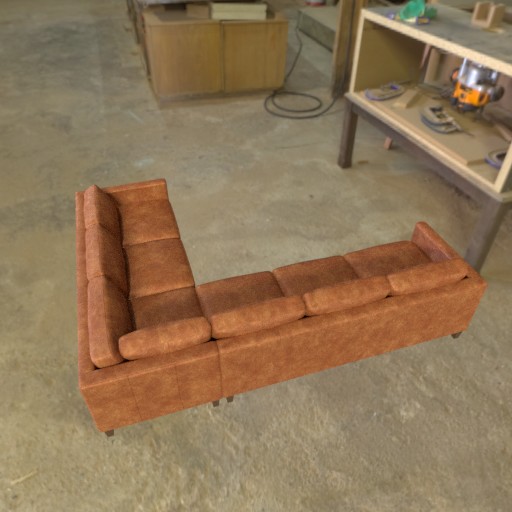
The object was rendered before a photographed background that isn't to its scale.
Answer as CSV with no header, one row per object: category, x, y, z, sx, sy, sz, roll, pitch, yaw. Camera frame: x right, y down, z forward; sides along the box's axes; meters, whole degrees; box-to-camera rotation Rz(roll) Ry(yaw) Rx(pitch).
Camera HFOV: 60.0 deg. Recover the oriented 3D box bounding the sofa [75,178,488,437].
sofa,0.000,0.000,4.228,3.167,0.838,2.438,-12,42,-13
